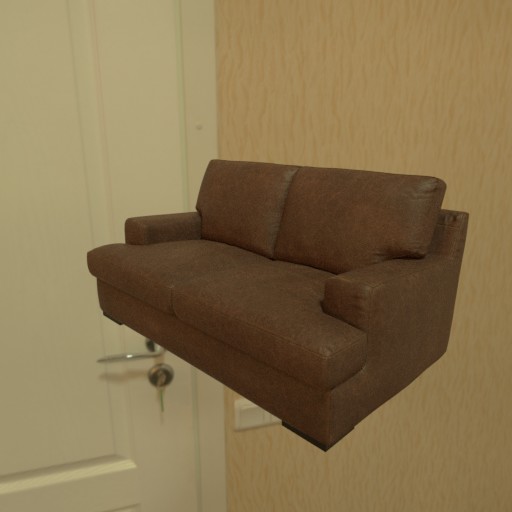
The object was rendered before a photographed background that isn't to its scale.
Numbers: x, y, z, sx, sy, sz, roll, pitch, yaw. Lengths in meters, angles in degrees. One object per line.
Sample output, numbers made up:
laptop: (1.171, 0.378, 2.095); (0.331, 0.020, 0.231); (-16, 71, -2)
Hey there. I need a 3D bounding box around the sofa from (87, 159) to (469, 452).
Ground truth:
sofa: (0.000, 0.000, 2.441); (1.143, 0.939, 1.880); (-16, 22, -43)
